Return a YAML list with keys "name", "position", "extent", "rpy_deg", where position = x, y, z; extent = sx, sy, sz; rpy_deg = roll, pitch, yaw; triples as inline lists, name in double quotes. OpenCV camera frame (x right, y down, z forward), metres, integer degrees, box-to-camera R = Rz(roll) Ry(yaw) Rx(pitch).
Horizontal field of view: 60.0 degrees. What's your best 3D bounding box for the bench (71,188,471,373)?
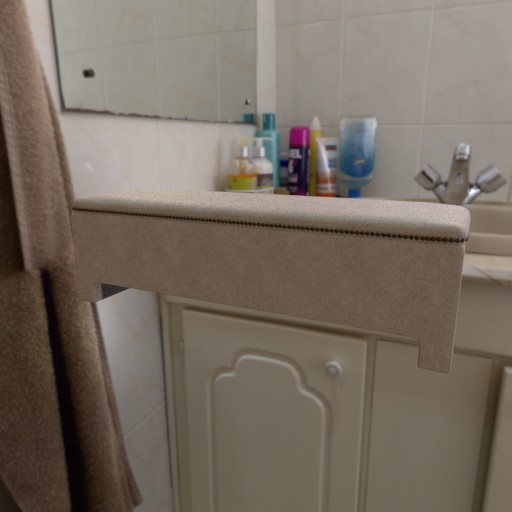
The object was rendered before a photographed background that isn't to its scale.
- name: "bench"
  position: [0.000, 0.000, 1.735]
  extent: [1.482, 0.447, 0.470]
  rpy_deg: [7, 16, 25]
